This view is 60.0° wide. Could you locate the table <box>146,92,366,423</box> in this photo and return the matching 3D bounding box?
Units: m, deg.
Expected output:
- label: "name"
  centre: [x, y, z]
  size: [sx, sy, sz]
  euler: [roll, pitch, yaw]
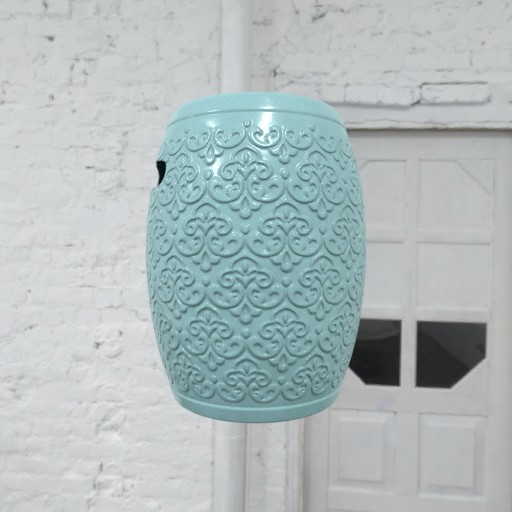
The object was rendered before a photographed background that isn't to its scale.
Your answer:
- label: "table"
  centre: [0.000, 0.000, 0.639]
  size: [0.309, 0.397, 0.309]
  euler: [0, 2, 0]
